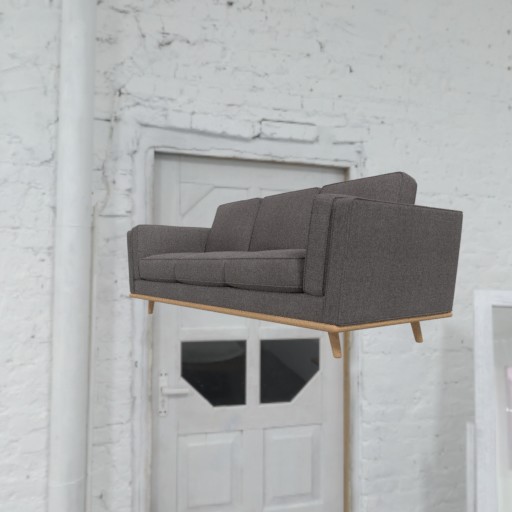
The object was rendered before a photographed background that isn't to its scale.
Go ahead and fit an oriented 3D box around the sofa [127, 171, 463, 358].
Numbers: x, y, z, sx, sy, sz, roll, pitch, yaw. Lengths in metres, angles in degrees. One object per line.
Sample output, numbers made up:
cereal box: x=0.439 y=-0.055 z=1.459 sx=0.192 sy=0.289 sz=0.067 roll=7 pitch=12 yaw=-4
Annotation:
sofa: x=0.000 y=0.000 z=2.886 sx=0.903 sy=0.899 sz=2.362 roll=0 pitch=-1 yaw=-37
